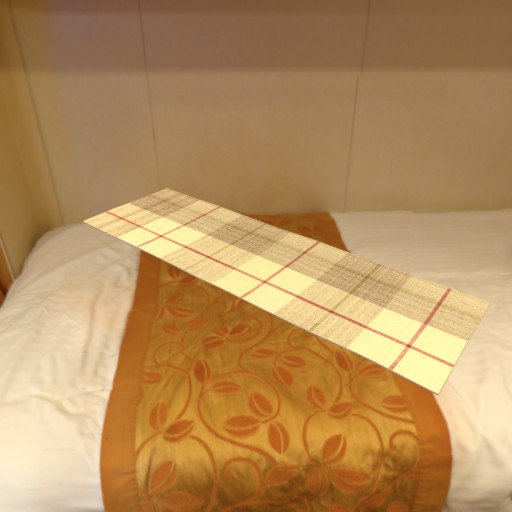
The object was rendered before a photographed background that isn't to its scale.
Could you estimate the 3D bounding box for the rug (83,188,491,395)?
[{"bbox_3d":[0.000,0.000,2.643,2.439,0.013,0.762,22,37,32],"label":"rug"}]
